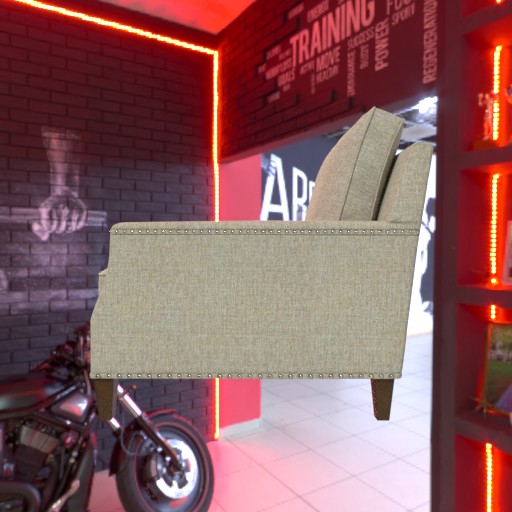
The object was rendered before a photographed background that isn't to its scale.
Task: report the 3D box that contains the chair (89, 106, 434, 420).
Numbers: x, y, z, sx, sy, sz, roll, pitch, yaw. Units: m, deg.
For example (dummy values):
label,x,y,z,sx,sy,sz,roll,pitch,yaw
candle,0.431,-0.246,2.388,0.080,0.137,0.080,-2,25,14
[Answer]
label,x,y,z,sx,sy,sz,roll,pitch,yaw
chair,0.000,0.000,1.682,1.014,0.943,0.853,0,1,0
